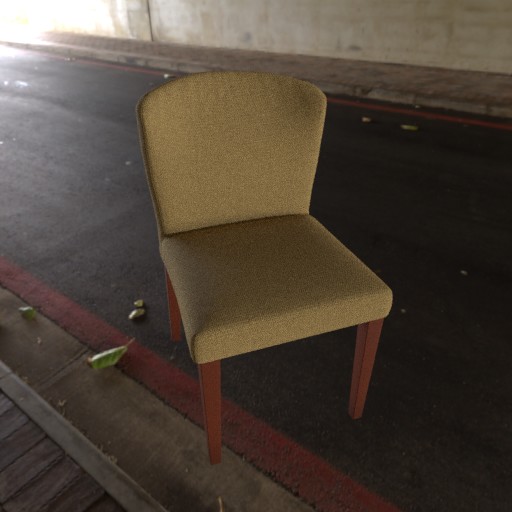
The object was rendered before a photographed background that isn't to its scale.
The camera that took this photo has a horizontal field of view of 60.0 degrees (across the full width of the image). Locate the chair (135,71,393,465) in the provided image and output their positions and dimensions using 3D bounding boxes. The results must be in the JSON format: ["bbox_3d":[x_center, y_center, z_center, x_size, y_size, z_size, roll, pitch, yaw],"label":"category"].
[{"bbox_3d":[0.000,0.000,1.174,0.491,0.839,0.589,-11,33,-17],"label":"chair"}]
